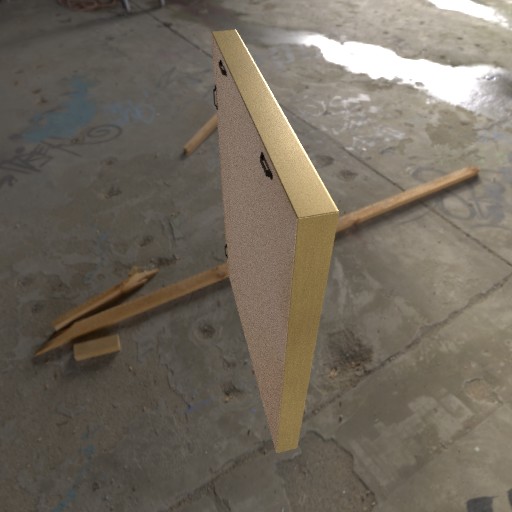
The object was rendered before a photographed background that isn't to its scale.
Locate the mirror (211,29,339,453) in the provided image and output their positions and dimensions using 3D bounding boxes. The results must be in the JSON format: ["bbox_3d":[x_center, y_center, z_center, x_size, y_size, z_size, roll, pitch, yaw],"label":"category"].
[{"bbox_3d":[0.000,0.000,0.673,0.041,0.508,0.405,-10,47,-9],"label":"mirror"}]
